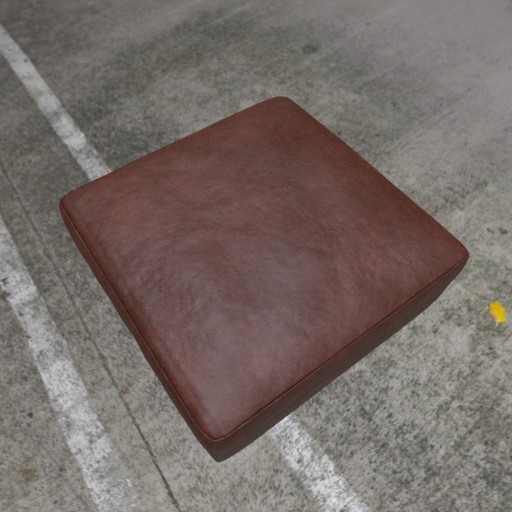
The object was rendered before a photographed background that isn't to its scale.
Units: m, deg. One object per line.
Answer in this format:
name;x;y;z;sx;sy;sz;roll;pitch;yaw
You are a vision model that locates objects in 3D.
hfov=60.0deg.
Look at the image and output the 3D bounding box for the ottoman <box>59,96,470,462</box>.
ottoman;0.000;0.000;1.325;0.844;0.415;0.836;-31;62;-19
